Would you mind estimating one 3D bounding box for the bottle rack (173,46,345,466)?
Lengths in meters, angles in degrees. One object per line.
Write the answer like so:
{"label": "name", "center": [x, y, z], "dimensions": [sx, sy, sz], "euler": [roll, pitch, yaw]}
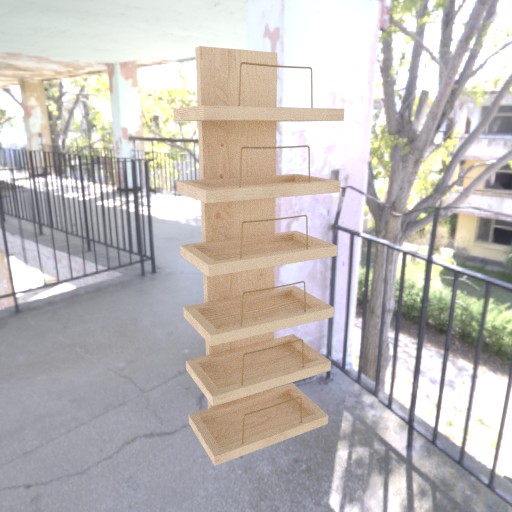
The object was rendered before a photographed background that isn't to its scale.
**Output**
{"label": "bottle rack", "center": [0.000, 0.000, 1.080], "dimensions": [0.330, 0.943, 0.206], "euler": [-9, 18, -27]}
